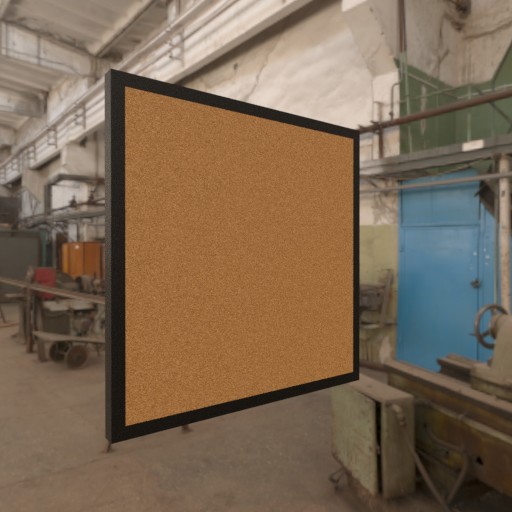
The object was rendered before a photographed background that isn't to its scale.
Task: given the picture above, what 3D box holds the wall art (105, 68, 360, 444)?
[{"bbox_3d":[0.000,0.000,1.142,0.762,0.762,0.038,0,0,-37],"label":"wall art"}]
